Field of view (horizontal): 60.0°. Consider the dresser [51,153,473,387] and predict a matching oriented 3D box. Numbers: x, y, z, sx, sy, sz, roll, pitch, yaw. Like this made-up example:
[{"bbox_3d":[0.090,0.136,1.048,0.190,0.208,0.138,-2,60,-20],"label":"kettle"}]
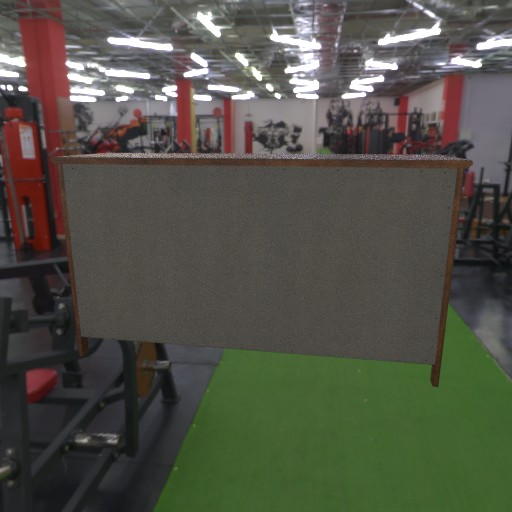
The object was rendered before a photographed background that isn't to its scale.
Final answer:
[{"bbox_3d":[0.000,0.000,1.935,1.551,0.856,0.463,3,15,9],"label":"dresser"}]
